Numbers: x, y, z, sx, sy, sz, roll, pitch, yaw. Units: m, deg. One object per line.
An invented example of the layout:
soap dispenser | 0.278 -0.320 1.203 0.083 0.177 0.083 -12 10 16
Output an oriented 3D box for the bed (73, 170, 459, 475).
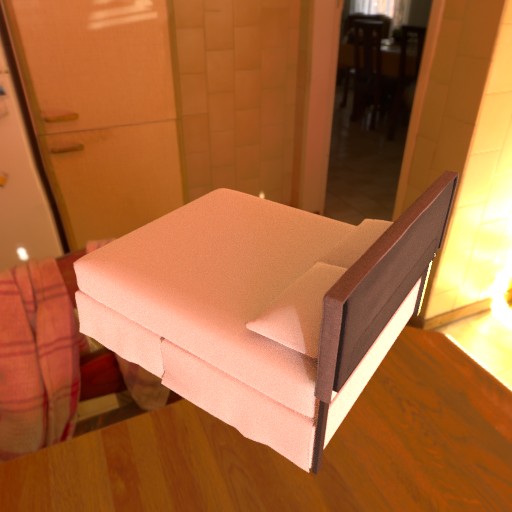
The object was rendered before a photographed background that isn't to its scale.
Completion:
bed | 0.000 0.000 2.860 1.894 1.089 1.610 21 37 30
